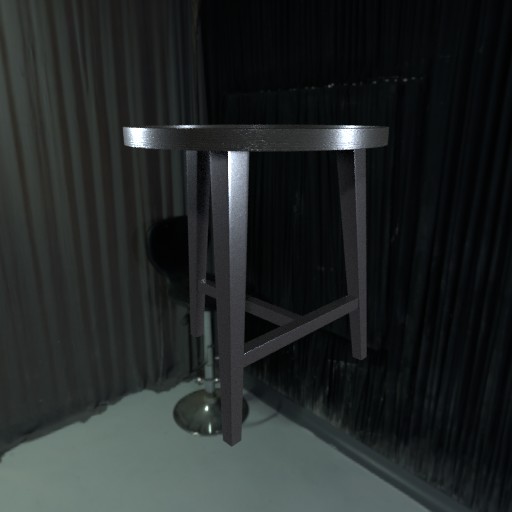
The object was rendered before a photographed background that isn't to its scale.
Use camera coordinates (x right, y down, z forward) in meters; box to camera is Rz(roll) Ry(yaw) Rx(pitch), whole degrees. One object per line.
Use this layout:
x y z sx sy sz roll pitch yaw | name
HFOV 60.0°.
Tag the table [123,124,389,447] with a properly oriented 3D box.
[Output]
0.000 0.000 0.944 0.500 0.531 0.500 0 17 0 | table
